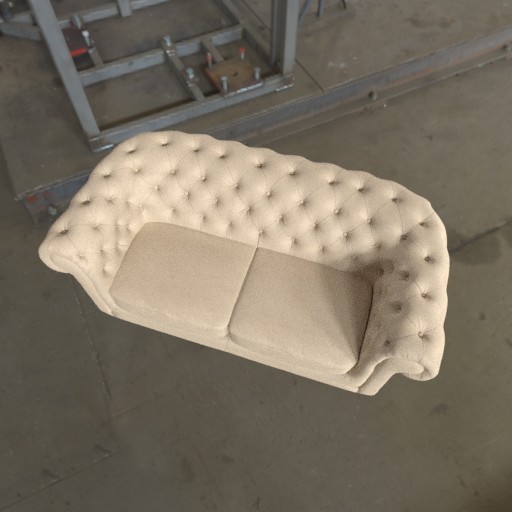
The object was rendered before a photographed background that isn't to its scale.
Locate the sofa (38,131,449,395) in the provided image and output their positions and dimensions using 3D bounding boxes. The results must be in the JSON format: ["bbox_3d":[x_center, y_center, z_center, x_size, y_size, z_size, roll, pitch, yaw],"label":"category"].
[{"bbox_3d":[0.000,0.000,2.555,1.988,0.835,1.069,15,60,9],"label":"sofa"}]
